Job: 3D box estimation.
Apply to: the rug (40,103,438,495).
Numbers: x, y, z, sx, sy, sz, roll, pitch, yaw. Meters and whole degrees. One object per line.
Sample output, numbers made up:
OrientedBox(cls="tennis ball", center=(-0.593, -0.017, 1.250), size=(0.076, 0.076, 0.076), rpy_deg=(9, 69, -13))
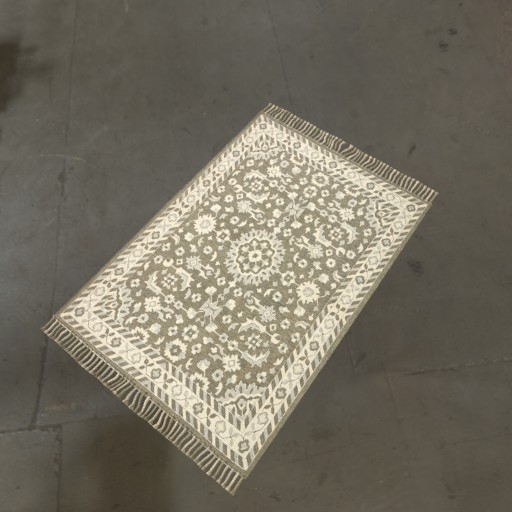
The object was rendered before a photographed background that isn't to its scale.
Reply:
OrientedBox(cls="rug", center=(0.000, 0.000, 2.979), size=(1.530, 0.025, 2.431), rpy_deg=(34, 67, 16))
